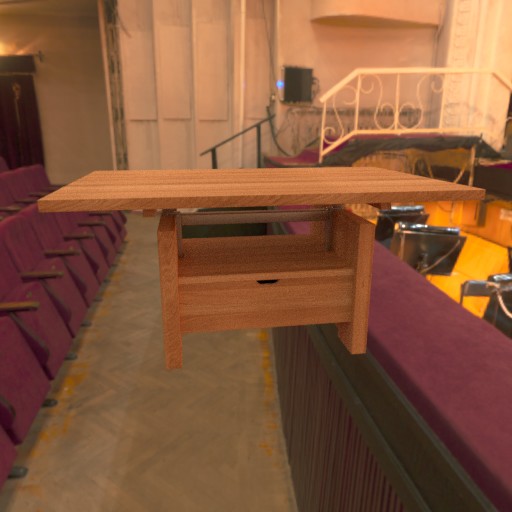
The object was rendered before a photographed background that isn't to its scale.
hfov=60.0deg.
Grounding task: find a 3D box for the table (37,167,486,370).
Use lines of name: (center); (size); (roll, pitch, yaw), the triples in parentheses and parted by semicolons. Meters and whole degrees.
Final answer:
table: (0.000, 0.000, 1.472); (1.100, 0.510, 0.700); (-3, 16, -9)
